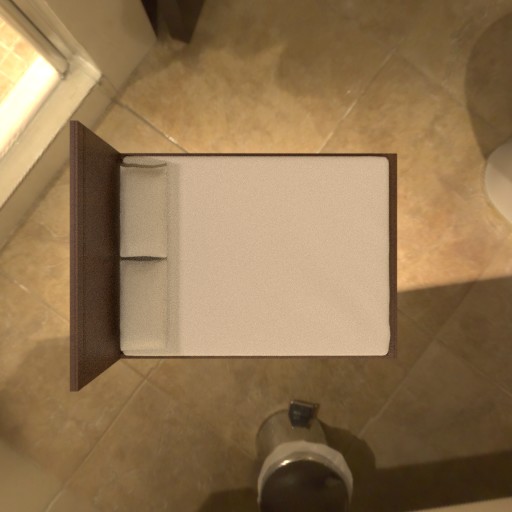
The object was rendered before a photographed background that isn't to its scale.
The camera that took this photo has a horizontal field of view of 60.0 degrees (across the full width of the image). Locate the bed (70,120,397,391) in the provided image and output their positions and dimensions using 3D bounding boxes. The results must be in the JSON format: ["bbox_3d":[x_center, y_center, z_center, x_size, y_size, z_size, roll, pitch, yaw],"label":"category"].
[{"bbox_3d":[0.000,0.000,3.224,2.221,1.169,1.613,0,90,0],"label":"bed"}]
